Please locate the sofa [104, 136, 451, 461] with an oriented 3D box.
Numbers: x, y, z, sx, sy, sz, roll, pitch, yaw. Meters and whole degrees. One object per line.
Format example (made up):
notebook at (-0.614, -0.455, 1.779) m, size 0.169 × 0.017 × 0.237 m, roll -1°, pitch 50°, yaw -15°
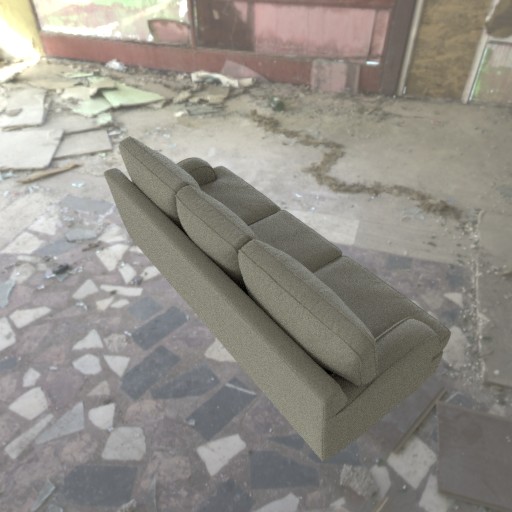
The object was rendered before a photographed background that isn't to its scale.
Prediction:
sofa at (0.000, 0.000, 2.870) m, size 1.016 × 0.997 × 2.323 m, roll -26°, pitch 47°, yaw -27°
